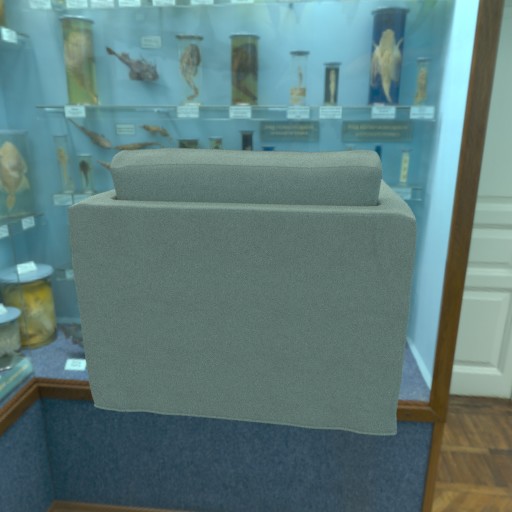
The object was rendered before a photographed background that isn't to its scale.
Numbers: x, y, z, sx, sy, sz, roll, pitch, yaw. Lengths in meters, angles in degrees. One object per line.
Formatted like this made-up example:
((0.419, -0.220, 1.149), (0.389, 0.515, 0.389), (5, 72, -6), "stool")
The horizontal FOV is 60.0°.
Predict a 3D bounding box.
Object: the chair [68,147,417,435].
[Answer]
((0.000, 0.000, 1.769), (1.057, 0.863, 0.949), (2, 17, 8), "chair")
